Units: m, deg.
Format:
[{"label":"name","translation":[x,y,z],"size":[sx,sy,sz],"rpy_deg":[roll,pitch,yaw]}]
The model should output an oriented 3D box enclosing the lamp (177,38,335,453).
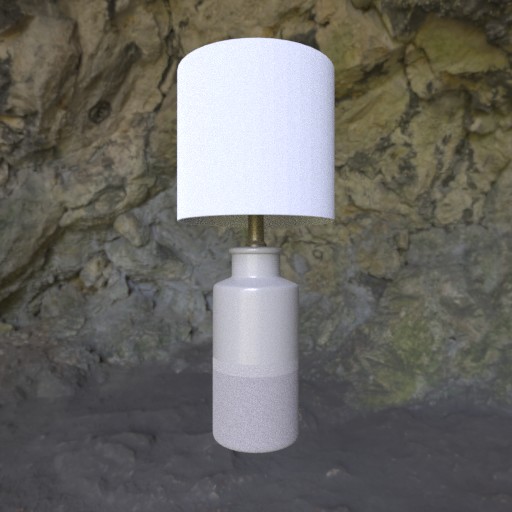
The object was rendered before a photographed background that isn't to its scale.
[{"label":"lamp","translation":[0.000,0.000,0.606],"size":[0.212,0.493,0.212],"rpy_deg":[0,0,-20]}]
